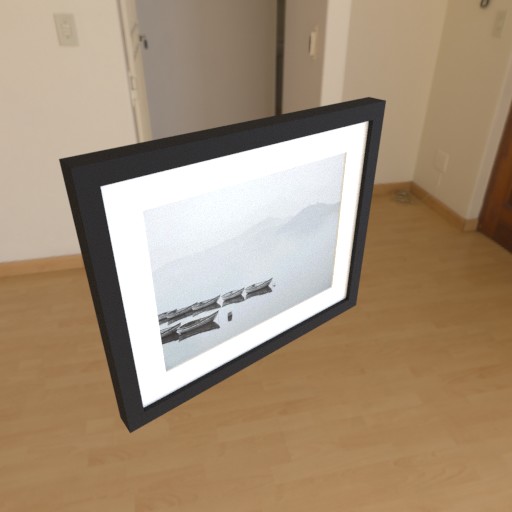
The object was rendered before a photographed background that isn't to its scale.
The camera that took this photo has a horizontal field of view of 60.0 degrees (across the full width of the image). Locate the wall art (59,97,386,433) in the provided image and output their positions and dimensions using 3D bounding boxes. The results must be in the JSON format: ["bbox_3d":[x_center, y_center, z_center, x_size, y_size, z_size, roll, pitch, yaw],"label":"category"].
[{"bbox_3d":[0.000,0.000,0.550,0.397,0.325,0.028,-22,38,-32],"label":"wall art"}]
